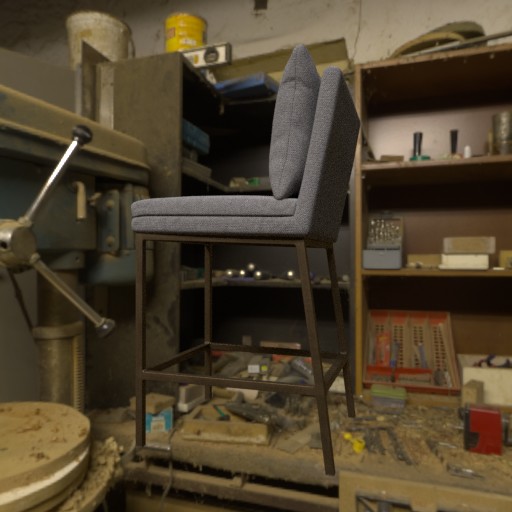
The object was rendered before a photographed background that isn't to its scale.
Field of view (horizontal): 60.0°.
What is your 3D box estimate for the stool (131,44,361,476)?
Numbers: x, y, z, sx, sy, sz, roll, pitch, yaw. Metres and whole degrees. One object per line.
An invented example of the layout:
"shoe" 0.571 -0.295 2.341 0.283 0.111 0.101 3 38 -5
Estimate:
"stool" 0.000 0.000 1.322 0.569 1.031 0.463 0 0 19
